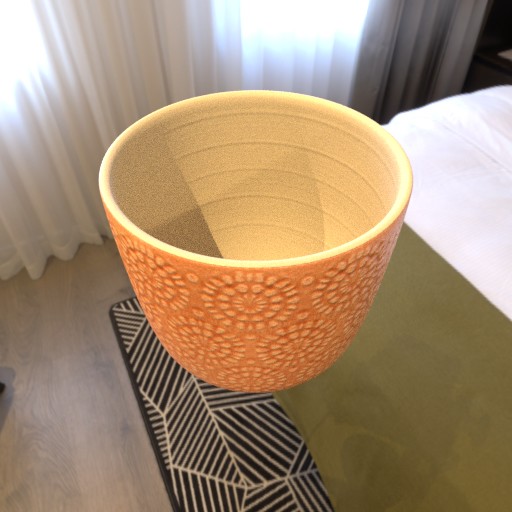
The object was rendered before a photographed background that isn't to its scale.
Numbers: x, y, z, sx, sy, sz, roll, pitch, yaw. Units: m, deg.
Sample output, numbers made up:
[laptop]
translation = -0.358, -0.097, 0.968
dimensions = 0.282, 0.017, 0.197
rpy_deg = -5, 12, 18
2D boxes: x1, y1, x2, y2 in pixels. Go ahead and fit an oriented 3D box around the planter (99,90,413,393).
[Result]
[planter]
translation = 0.000, 0.000, 0.367
dimensions = 0.208, 0.190, 0.208
rpy_deg = 0, 45, 0
